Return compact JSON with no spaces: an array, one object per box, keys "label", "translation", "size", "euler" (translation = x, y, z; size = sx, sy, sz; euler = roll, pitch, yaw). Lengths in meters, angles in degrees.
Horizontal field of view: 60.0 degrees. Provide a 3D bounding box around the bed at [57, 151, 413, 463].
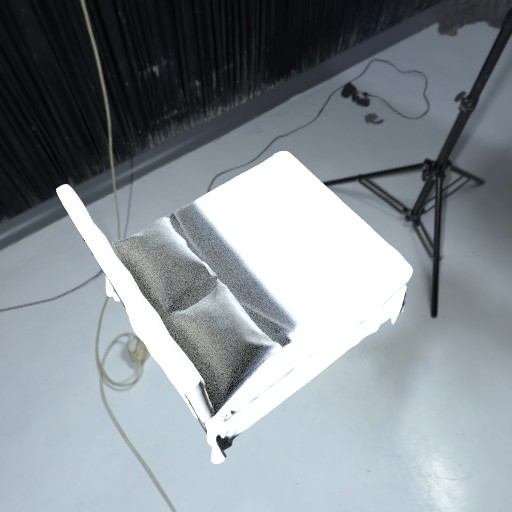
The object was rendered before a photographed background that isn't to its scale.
[{"label":"bed","translation":[0.000,0.000,3.522],"size":[2.222,1.577,1.936],"euler":[-32,64,-18]}]
